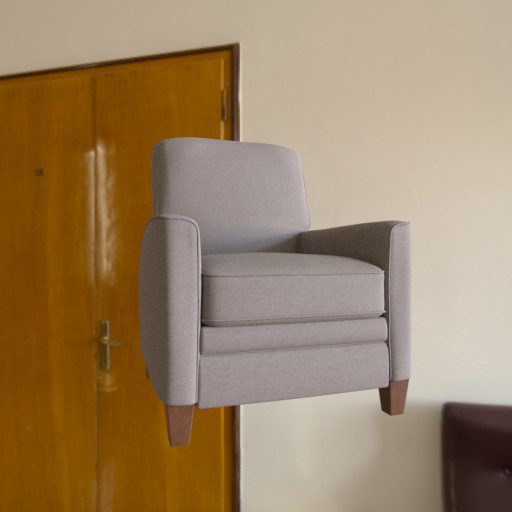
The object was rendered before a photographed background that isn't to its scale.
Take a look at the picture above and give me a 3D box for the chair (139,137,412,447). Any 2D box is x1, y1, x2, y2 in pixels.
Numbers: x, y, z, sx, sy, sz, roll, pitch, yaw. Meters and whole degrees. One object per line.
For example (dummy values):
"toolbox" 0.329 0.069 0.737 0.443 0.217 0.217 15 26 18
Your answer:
"chair" 0.000 0.000 1.668 0.845 1.023 0.859 0 1 -19
